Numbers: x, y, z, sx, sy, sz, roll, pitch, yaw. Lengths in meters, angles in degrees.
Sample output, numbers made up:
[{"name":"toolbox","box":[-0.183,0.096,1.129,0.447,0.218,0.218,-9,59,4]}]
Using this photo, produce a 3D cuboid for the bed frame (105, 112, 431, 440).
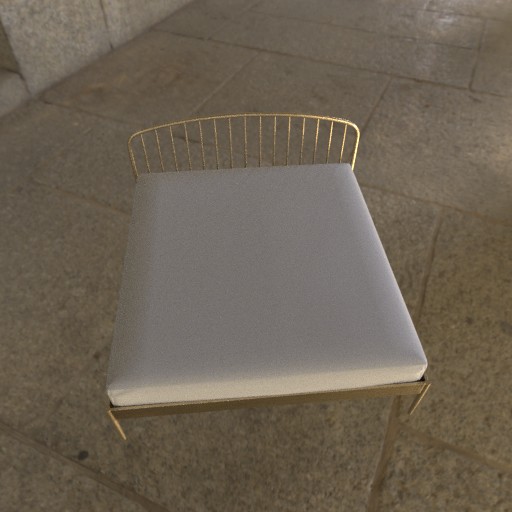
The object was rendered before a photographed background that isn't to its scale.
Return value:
[{"name":"bed frame","box":[0.000,0.000,3.349,2.016,1.174,2.152,-4,47,-3]}]
